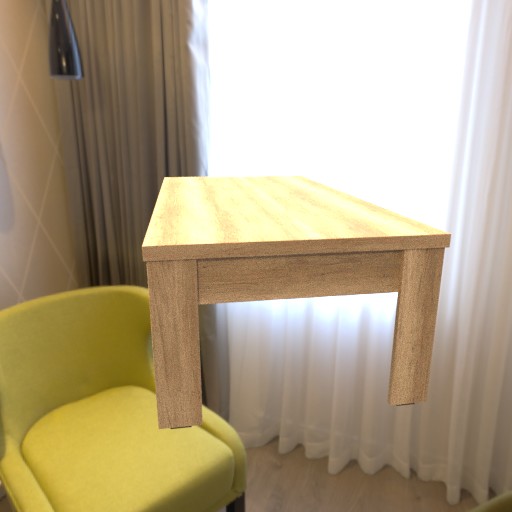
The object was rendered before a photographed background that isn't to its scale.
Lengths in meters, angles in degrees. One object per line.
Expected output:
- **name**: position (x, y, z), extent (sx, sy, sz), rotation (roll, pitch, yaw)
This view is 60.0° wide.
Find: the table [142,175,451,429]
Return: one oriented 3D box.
- **table**: position (0.000, 0.000, 1.679), extent (0.700, 0.460, 1.350), rotation (-3, 16, -9)
